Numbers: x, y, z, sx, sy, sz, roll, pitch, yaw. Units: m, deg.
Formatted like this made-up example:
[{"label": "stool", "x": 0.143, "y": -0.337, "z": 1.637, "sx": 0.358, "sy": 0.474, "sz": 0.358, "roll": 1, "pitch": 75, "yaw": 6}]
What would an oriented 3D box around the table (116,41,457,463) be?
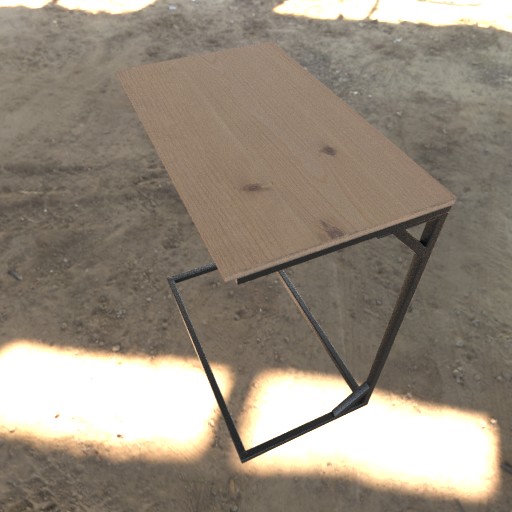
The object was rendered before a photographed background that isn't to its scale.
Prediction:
[{"label": "table", "x": 0.000, "y": 0.000, "z": 1.005, "sx": 0.351, "sy": 0.673, "sz": 0.597, "roll": -18, "pitch": 50, "yaw": -16}]
